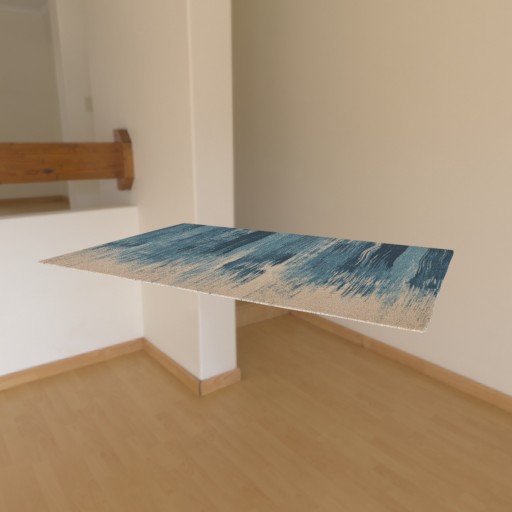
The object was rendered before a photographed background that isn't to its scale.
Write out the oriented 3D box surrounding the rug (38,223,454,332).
[{"bbox_3d":[0.000,0.000,2.326,1.836,0.009,1.232,7,16,26],"label":"rug"}]
